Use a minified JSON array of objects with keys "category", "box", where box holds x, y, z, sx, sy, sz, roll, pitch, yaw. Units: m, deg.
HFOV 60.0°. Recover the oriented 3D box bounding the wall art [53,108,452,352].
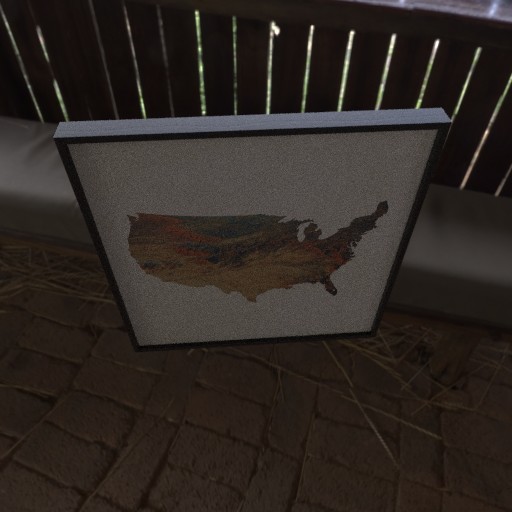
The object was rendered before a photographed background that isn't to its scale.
[{"category":"wall art","box":[0.000,0.000,0.759,0.507,0.507,0.038,-3,47,-3]}]
